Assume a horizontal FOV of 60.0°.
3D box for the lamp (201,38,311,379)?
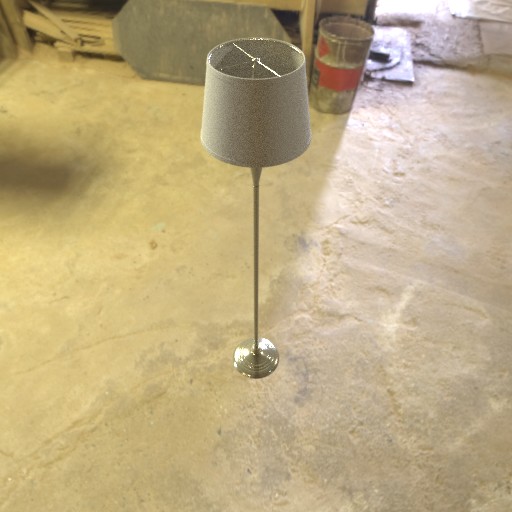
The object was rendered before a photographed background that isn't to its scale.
[{"bbox_3d":[0.000,0.000,1.695,0.327,1.506,0.327,10,48,9],"label":"lamp"}]
